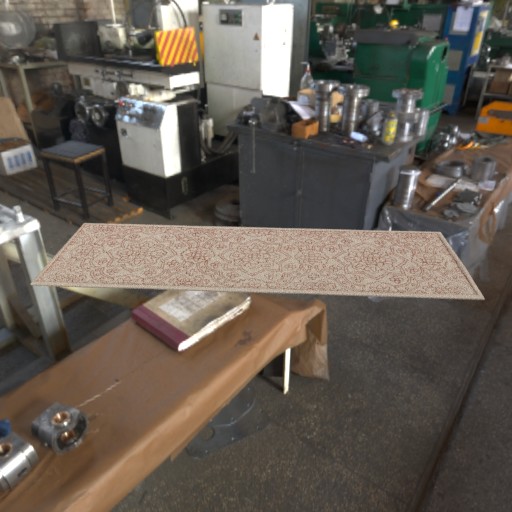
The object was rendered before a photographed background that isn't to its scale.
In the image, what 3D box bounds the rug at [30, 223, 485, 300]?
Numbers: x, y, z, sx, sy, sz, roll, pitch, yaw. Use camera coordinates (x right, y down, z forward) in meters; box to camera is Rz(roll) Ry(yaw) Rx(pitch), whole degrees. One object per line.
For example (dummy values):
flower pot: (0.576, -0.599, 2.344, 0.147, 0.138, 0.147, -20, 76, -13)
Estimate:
rug: (0.000, 0.000, 2.701, 2.448, 0.012, 0.769, 2, 30, 3)
